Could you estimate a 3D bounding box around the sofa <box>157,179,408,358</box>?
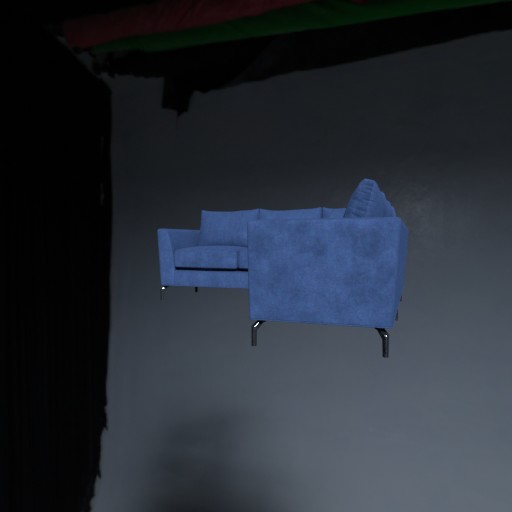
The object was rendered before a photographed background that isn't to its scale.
[{"bbox_3d":[0.000,0.000,3.864,2.472,0.988,2.463,1,2,20],"label":"sofa"}]
